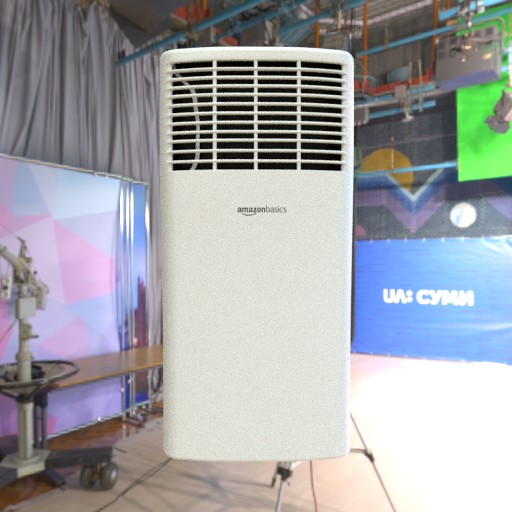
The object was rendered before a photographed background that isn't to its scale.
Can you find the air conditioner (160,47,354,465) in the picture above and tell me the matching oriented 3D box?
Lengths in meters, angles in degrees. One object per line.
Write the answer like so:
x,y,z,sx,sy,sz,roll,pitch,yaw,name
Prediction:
0.000,0.000,0.780,0.304,0.606,0.349,0,0,-1,air conditioner
